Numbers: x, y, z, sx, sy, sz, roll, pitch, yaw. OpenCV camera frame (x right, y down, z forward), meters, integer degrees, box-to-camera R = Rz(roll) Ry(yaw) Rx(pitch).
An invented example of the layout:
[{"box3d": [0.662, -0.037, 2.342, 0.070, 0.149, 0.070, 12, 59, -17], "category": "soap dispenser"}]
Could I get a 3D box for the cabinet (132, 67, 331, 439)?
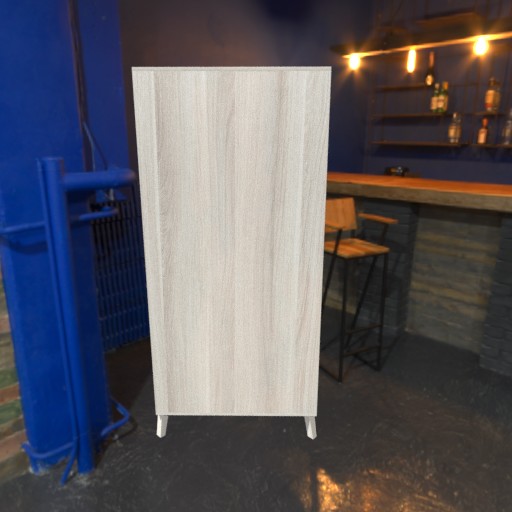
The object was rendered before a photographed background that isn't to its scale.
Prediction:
[{"box3d": [0.000, 0.000, 2.587, 1.272, 1.957, 0.969, -15, 21, -42], "category": "cabinet"}]
